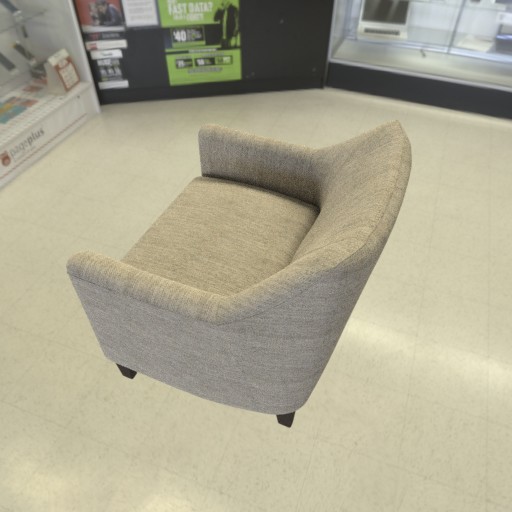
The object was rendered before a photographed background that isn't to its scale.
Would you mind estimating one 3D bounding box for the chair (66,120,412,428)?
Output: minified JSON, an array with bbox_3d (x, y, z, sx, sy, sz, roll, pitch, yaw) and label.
[{"bbox_3d":[0.000,0.000,1.398,0.758,0.761,0.796,17,48,16],"label":"chair"}]
